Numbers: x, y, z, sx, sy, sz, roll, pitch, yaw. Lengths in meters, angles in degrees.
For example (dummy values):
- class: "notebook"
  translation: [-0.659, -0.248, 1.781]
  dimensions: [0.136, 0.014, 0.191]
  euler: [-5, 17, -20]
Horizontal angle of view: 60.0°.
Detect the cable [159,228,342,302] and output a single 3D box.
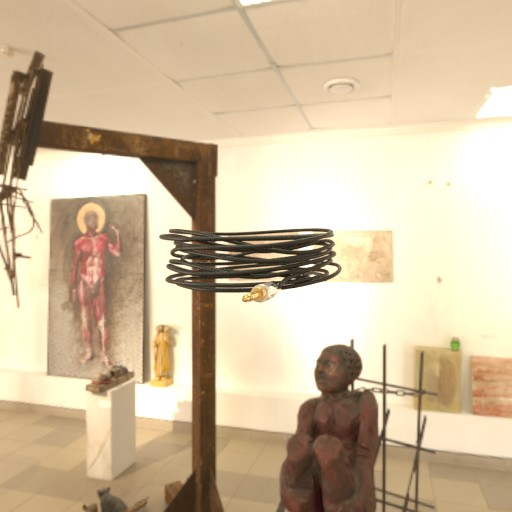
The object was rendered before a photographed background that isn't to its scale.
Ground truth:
- class: "cable"
  translation: [0.000, 0.000, 0.518]
  dimensions: [0.198, 0.069, 0.432]
  euler: [0, 1, 16]
